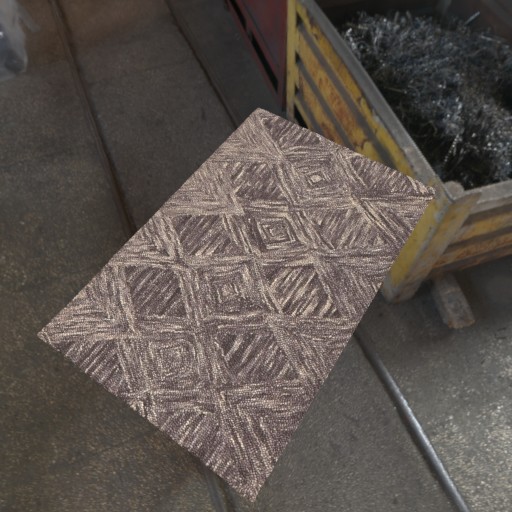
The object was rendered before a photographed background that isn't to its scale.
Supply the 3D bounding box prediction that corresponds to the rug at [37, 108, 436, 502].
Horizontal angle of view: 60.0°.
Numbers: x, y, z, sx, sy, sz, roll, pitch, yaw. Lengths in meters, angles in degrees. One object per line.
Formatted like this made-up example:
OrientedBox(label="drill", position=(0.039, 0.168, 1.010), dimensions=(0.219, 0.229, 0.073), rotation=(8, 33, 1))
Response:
OrientedBox(label="rug", position=(0.000, 0.000, 2.224), dimensions=(1.186, 0.012, 1.814), rotation=(30, 64, 16))
